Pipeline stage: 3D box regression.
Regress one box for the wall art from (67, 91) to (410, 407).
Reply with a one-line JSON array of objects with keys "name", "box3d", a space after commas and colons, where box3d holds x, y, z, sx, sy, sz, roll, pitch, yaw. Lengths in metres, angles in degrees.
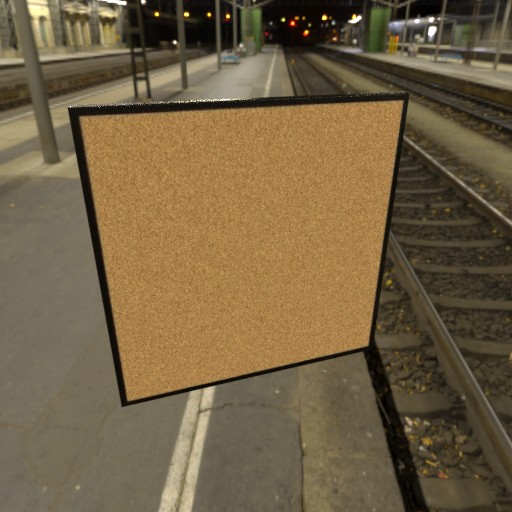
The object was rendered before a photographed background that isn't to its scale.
[{"name": "wall art", "box3d": [0.000, 0.000, 0.517, 0.349, 0.349, 0.014, -8, 28, -17]}]
